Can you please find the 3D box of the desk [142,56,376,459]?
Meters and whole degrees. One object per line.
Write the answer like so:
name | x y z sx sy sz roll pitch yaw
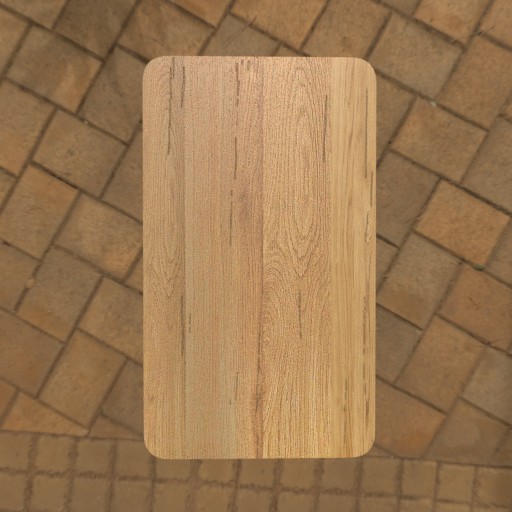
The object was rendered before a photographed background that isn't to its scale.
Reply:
desk | 0.000 0.000 1.232 0.440 0.790 0.760 0 91 -1
